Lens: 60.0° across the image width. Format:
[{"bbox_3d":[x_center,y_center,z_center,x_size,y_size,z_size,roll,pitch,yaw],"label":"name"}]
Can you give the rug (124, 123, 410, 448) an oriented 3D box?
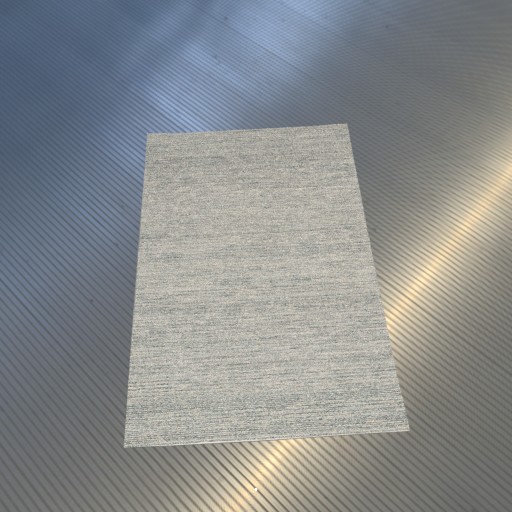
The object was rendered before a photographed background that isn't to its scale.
[{"bbox_3d":[0.000,0.000,3.023,1.616,0.030,2.338,-3,62,-1],"label":"rug"}]
